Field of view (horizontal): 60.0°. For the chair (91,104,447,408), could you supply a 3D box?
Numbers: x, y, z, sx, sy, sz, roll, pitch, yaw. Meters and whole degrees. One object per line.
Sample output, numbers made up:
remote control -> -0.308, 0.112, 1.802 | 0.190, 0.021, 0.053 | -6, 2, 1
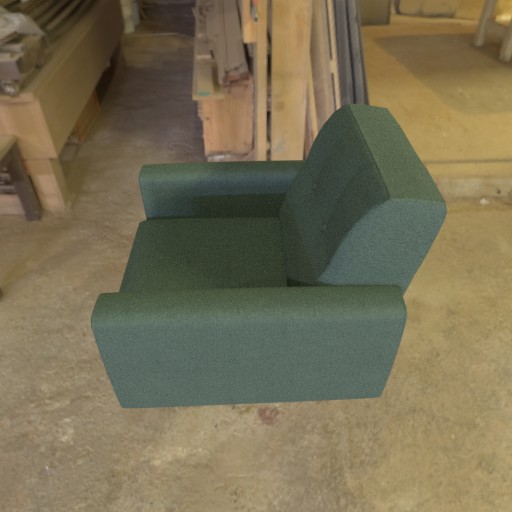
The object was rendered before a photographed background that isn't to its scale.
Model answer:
chair -> 0.000, 0.000, 1.511 | 0.909, 0.841, 0.831 | -1, 41, -1
